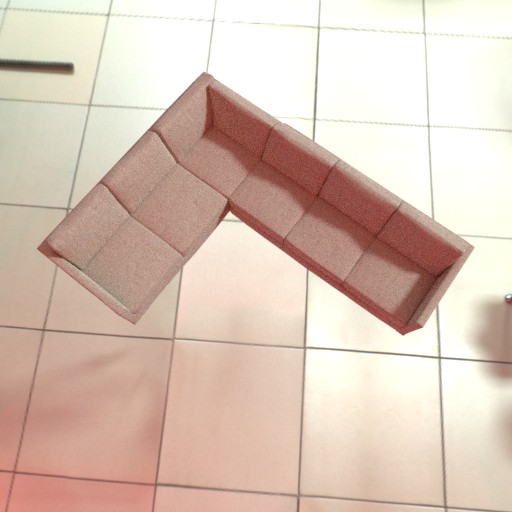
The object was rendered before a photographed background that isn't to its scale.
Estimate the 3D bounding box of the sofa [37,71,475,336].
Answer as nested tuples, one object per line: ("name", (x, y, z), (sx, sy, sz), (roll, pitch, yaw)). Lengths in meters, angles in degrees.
("sofa", (0.000, 0.000, 4.249), (3.182, 0.863, 2.432), (36, 77, 10))
